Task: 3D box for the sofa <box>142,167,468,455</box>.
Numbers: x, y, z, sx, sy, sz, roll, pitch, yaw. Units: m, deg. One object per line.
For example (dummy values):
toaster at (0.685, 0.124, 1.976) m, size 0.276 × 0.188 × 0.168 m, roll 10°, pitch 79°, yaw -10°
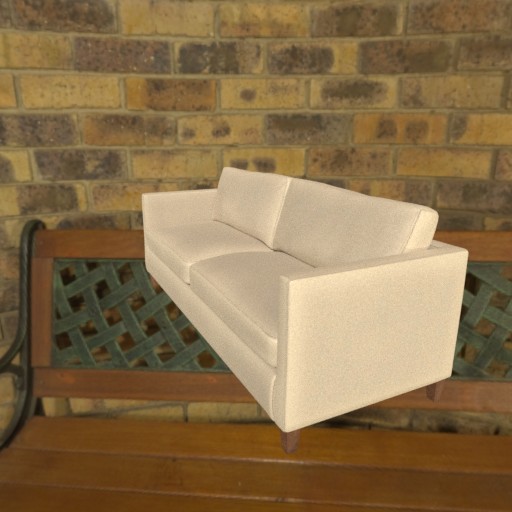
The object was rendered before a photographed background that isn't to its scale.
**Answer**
sofa at (0.000, 0.000, 2.815) m, size 0.951 × 0.968 × 2.361 m, roll -8°, pitch 18°, yaw -25°
